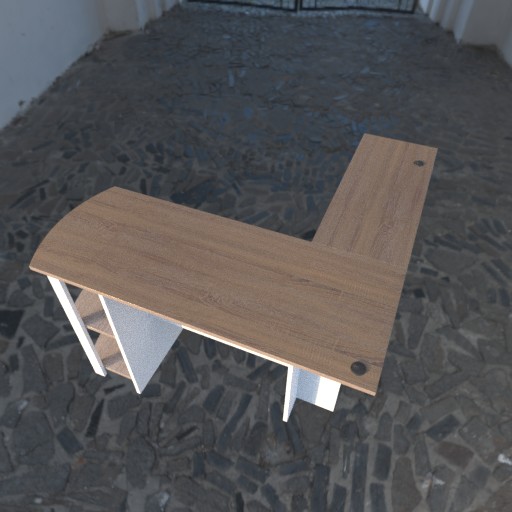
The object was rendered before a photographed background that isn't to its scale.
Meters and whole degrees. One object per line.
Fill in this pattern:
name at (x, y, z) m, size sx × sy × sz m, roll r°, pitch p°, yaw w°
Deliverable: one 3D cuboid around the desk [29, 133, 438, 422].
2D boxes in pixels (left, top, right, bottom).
desk at (0.000, 0.000, 2.103) m, size 1.303 × 0.716 × 1.361 m, roll 17°, pitch 48°, yaw 16°
